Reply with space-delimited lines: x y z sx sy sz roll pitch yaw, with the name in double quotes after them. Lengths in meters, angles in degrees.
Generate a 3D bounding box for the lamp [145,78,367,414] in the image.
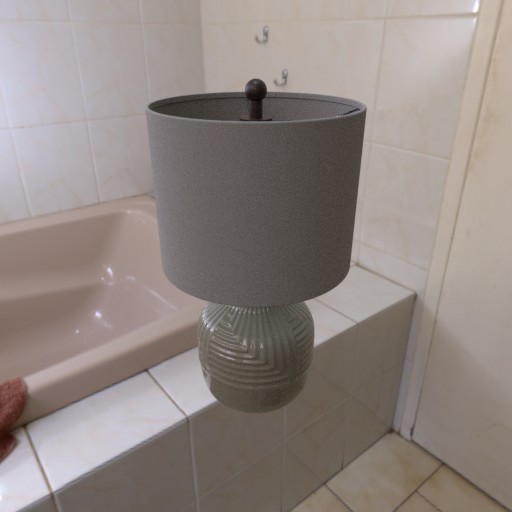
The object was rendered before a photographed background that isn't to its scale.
0.000 0.000 0.761 0.318 0.567 0.318 0 26 0 "lamp"
